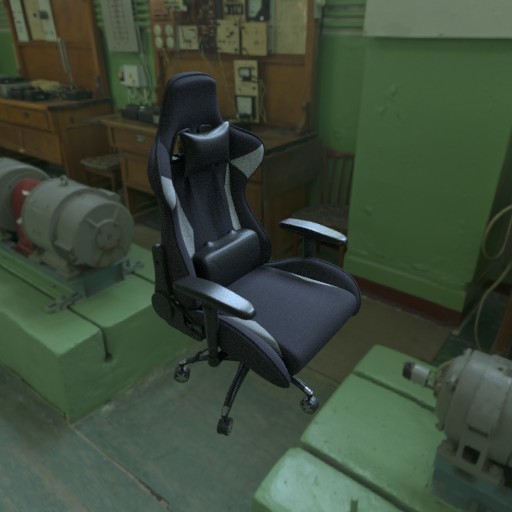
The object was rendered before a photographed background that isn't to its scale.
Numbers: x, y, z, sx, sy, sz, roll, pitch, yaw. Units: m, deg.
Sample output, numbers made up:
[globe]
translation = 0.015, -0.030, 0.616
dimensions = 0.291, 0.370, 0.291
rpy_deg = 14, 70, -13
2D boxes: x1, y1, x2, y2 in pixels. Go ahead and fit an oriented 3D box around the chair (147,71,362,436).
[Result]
[chair]
translation = 0.000, 0.000, 1.727
dimensions = 0.695, 1.300, 0.730
rpy_deg = 18, 32, 32
